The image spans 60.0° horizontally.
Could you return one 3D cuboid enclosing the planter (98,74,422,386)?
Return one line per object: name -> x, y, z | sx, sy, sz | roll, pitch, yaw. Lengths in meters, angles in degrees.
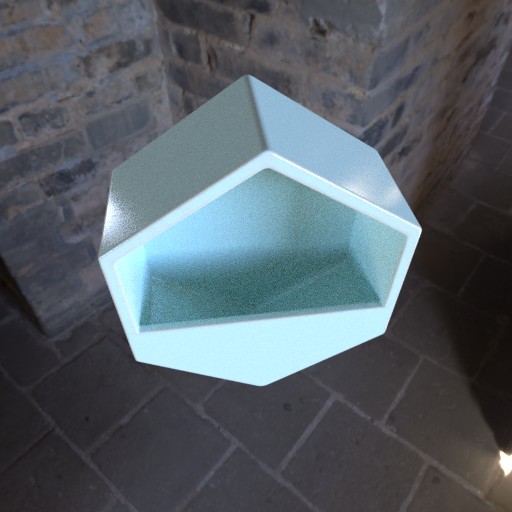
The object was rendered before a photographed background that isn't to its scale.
planter -> 0.000, 0.000, 0.289 | 0.169, 0.207, 0.078 | -5, 46, -5
